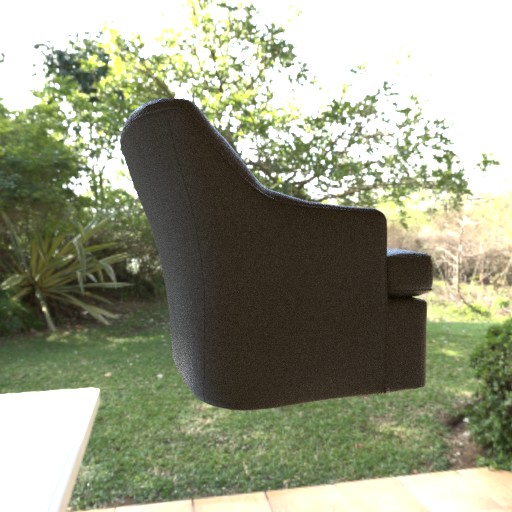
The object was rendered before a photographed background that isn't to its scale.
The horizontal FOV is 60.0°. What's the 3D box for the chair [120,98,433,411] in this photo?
[{"bbox_3d":[0.000,0.000,1.575,0.923,0.856,0.864,0,1,-17],"label":"chair"}]
